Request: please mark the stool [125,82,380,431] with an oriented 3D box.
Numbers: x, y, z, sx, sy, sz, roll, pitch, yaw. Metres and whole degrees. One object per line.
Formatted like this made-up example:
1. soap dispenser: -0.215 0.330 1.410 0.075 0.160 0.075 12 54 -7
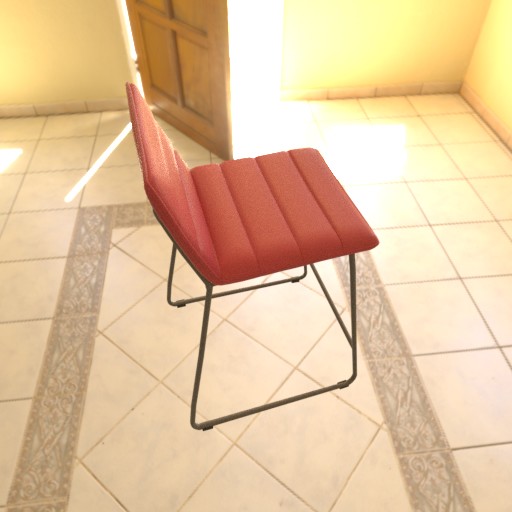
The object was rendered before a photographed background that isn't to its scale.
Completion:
1. stool: 0.000 0.000 1.187 0.524 0.866 0.489 -12 48 -11
